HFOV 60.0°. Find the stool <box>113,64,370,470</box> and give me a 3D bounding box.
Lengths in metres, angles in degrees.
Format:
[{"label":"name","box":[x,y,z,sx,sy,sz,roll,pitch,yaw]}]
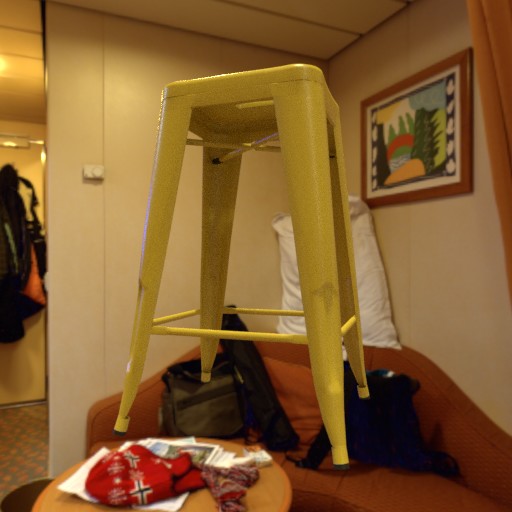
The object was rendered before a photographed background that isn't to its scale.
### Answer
[{"label":"stool","box":[0.000,0.000,0.852,0.399,0.609,0.359,0,0,19]}]
